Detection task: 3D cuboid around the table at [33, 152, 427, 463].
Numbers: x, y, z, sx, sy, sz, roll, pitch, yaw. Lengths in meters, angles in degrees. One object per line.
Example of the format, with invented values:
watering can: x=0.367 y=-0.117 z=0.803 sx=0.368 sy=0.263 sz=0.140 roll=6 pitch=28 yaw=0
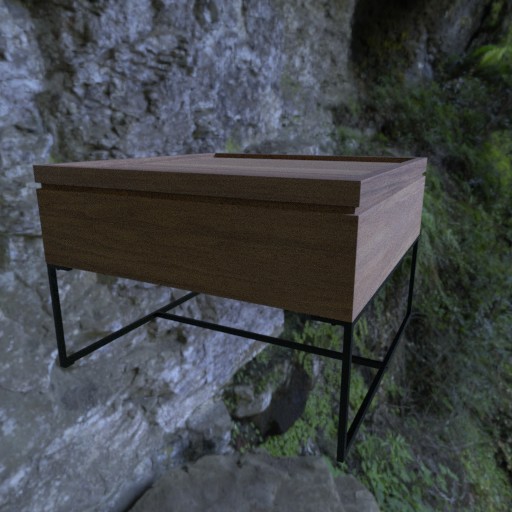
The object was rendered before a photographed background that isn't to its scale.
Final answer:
table: x=0.000 y=0.000 z=1.104 sx=0.679 sy=0.464 sz=0.676 roll=8 pitch=17 yaw=27
